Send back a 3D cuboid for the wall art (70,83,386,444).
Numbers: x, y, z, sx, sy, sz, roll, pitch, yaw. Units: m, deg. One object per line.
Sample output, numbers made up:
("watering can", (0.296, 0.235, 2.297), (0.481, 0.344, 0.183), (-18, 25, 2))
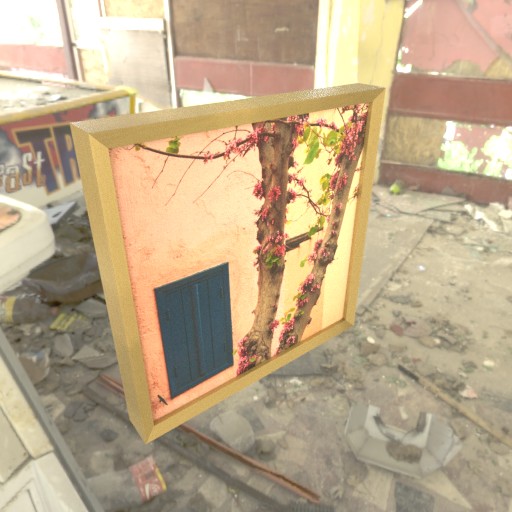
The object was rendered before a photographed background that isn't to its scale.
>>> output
("wall art", (0.000, 0.000, 0.457), (0.304, 0.305, 0.038), (-21, 36, -32))
